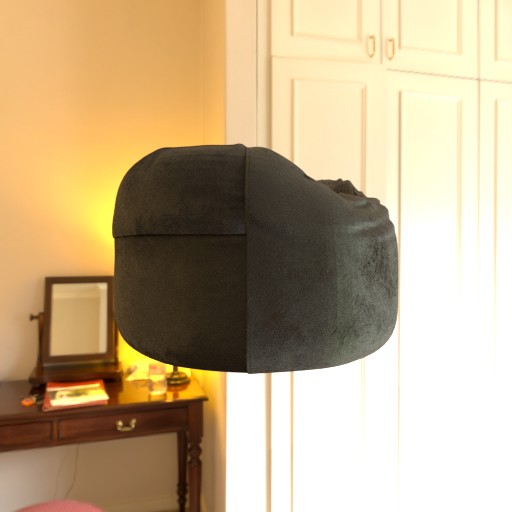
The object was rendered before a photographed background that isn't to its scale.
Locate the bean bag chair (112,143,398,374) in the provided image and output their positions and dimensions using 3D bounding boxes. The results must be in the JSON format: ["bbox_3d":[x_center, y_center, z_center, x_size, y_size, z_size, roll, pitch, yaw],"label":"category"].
[{"bbox_3d":[0.000,0.000,1.492,0.918,0.605,0.918,0,1,0],"label":"bean bag chair"}]
